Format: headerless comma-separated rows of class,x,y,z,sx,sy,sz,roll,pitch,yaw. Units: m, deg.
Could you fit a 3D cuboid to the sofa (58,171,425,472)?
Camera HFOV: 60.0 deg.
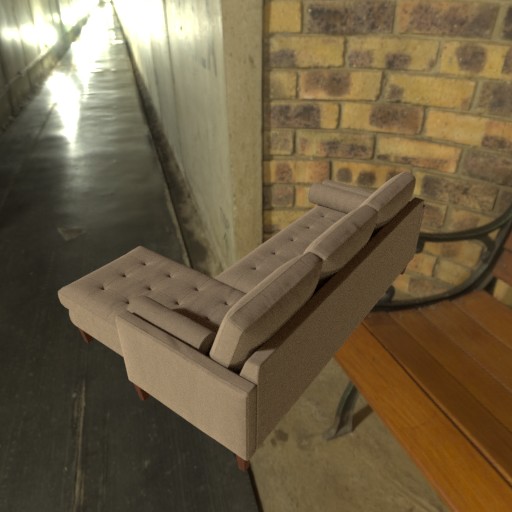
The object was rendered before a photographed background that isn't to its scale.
sofa,0.000,0.000,2.970,1.506,0.875,2.178,22,38,30
